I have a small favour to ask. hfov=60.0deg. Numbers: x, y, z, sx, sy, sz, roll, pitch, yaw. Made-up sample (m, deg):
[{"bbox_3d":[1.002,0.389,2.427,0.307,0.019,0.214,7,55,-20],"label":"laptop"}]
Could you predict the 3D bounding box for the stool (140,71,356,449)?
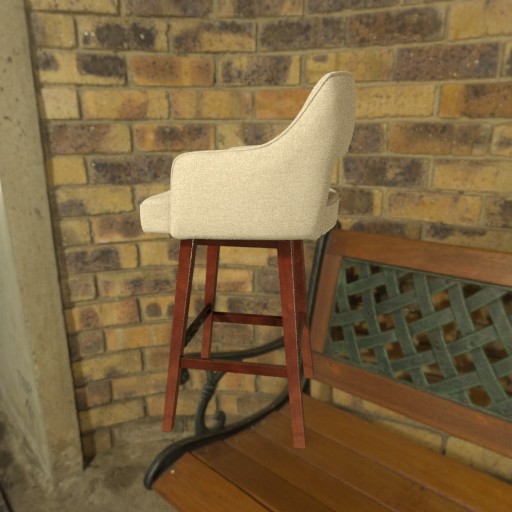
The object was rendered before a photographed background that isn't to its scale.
[{"bbox_3d":[0.000,0.000,1.387,0.560,1.041,0.550,3,16,10],"label":"stool"}]
